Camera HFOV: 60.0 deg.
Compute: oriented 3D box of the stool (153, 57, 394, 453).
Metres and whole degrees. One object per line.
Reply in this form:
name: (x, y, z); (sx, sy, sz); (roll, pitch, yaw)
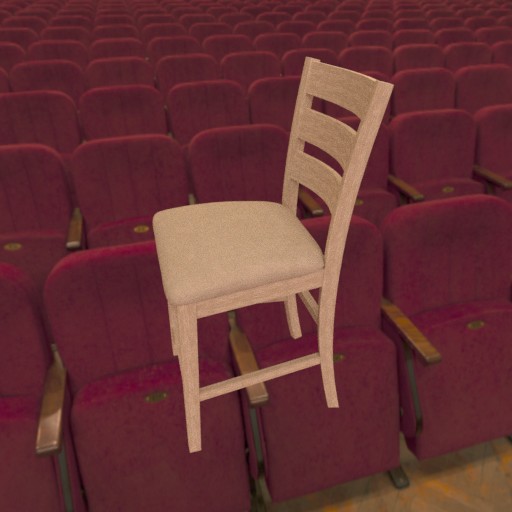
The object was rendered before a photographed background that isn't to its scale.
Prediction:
stool: (0.000, 0.000, 1.326); (0.569, 1.032, 0.484); (-8, 32, -13)
